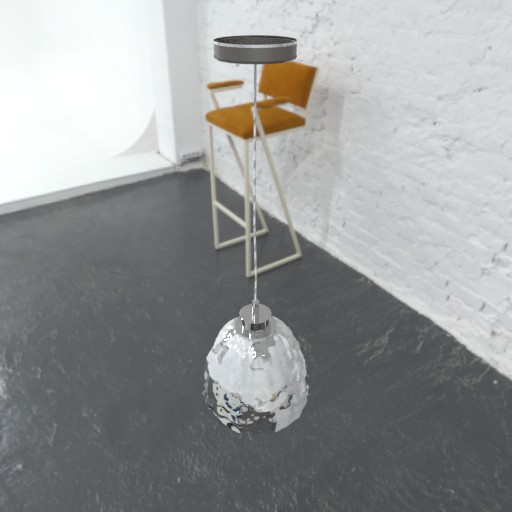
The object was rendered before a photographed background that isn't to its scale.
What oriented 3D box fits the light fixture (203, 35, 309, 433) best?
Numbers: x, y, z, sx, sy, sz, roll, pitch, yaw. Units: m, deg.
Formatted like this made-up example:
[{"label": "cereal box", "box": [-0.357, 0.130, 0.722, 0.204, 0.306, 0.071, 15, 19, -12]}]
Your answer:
[{"label": "light fixture", "box": [0.000, 0.000, 1.714, 0.500, 1.511, 0.496, 21, 38, 30]}]
